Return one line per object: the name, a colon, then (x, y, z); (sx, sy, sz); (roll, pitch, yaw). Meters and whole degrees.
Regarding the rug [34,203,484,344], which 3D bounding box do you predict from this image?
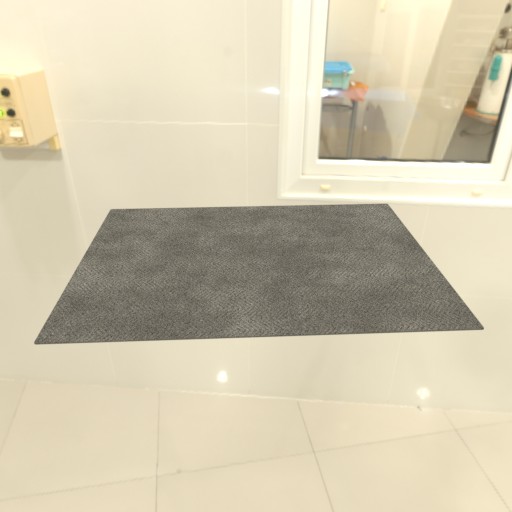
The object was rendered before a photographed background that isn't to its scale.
rug: (0.000, 0.000, 2.884); (2.235, 0.008, 1.600); (-1, 30, -2)
